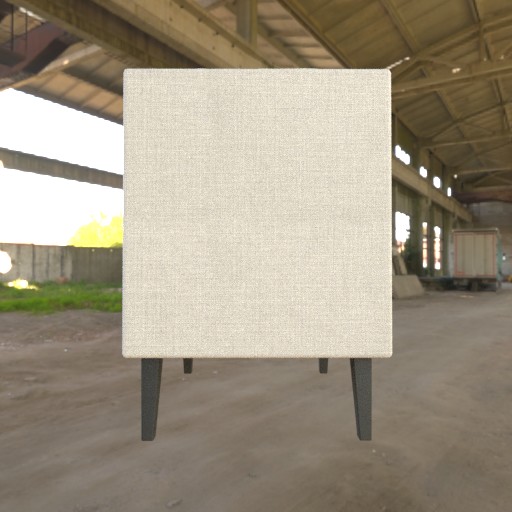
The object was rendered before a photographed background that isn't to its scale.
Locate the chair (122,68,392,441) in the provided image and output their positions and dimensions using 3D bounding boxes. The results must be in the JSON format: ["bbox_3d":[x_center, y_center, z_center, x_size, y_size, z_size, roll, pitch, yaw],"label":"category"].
[{"bbox_3d":[0.000,0.000,1.411,0.658,0.891,0.772,0,-1,0],"label":"chair"}]
